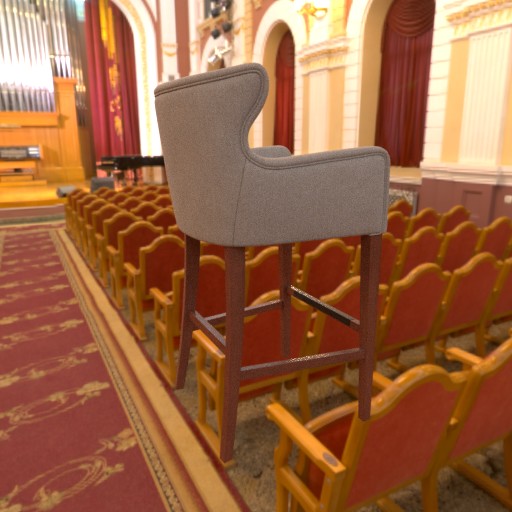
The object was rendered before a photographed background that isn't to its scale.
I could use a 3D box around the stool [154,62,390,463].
[{"bbox_3d":[0.000,0.000,1.413,0.575,1.047,0.575,-7,16,-26],"label":"stool"}]
